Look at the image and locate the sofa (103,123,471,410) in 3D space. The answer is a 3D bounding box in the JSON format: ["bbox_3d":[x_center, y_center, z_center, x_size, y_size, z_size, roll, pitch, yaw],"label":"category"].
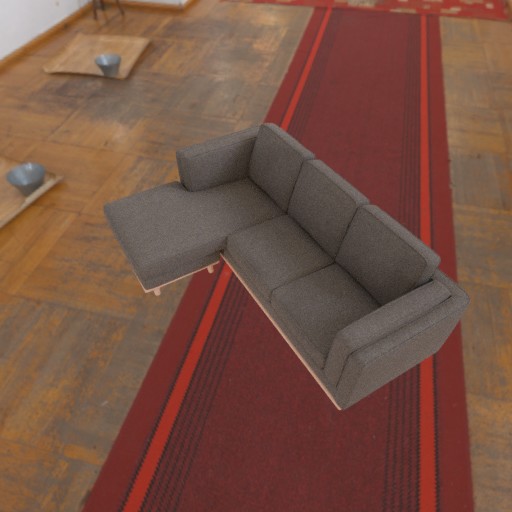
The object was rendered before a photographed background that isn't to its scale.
[{"bbox_3d":[0.000,0.000,3.230,1.604,0.929,2.411,-23,50,-21],"label":"sofa"}]
